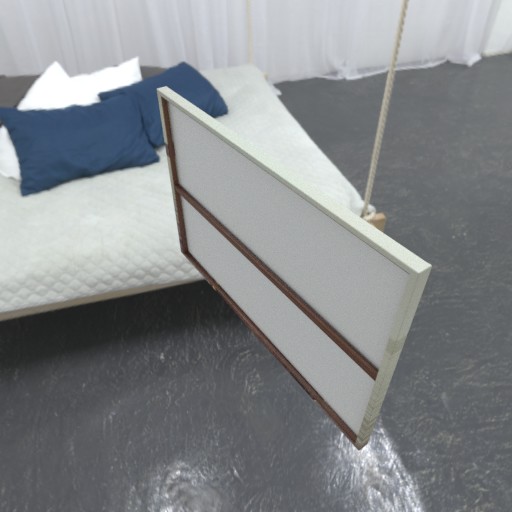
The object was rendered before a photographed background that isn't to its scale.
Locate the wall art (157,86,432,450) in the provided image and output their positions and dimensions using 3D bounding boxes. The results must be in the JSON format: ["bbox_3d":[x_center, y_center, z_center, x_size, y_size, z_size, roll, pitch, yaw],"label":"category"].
[{"bbox_3d":[0.000,0.000,1.473,0.040,0.765,1.149,-25,48,-26],"label":"wall art"}]
